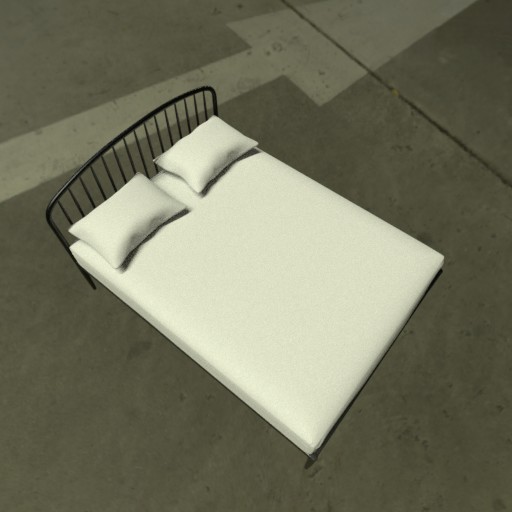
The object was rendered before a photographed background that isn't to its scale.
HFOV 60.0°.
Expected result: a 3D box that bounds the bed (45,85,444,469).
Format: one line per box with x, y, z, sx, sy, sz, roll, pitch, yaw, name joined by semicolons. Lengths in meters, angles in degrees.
0.000;0.000;3.104;2.159;1.166;1.618;34;64;19;bed
